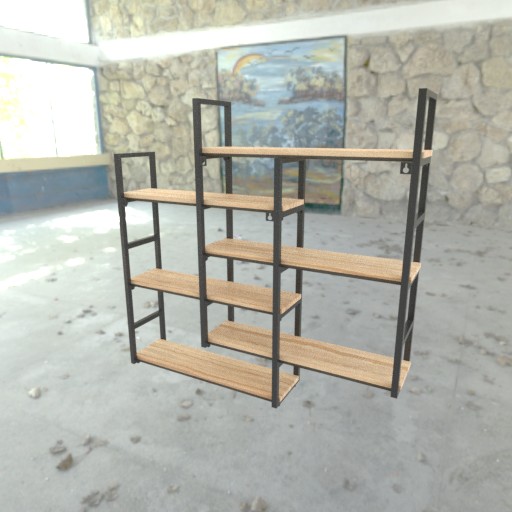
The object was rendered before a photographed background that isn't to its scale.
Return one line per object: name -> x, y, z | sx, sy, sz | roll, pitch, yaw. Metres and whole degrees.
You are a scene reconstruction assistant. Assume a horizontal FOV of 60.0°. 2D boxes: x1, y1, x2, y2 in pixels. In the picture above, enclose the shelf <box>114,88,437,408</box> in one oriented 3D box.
shelf -> 0.000, 0.000, 1.372 | 0.946, 0.921, 0.183 | 8, 17, 27
